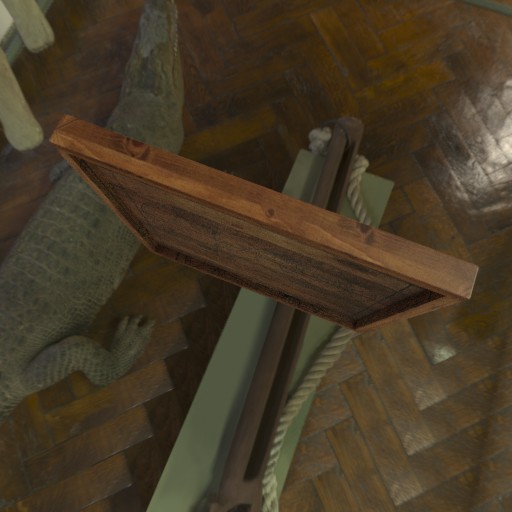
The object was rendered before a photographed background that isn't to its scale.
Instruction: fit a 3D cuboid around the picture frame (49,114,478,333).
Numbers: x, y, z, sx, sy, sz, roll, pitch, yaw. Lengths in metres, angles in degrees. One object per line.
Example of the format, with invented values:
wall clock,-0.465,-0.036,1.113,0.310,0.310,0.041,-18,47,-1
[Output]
picture frame,0.000,0.000,0.520,0.352,0.356,0.028,21,77,5
